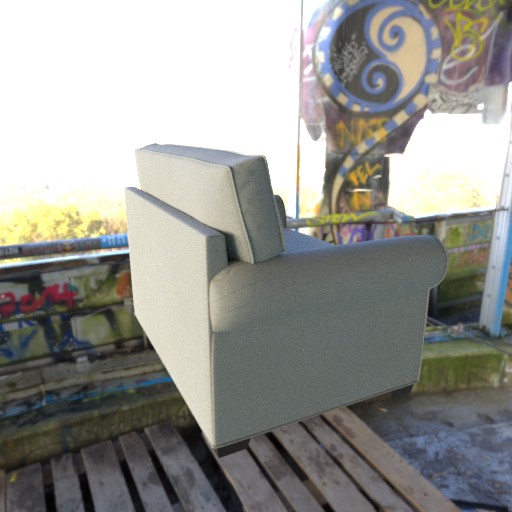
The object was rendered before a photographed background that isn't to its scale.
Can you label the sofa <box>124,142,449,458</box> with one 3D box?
[{"bbox_3d":[0.000,0.000,2.067,0.937,1.006,1.405,-8,18,-25],"label":"sofa"}]
